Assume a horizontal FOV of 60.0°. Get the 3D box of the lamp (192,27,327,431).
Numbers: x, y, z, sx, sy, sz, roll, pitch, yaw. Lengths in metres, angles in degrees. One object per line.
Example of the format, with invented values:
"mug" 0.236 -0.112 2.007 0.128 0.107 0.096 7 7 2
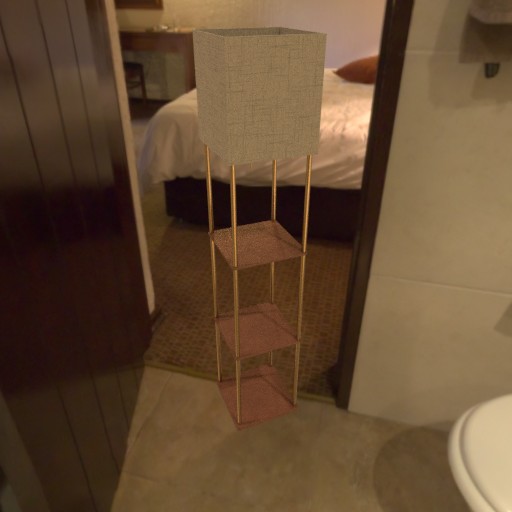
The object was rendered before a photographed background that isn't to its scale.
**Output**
"lamp" 0.000 0.000 1.730 0.308 1.569 0.310 -12 33 -19
